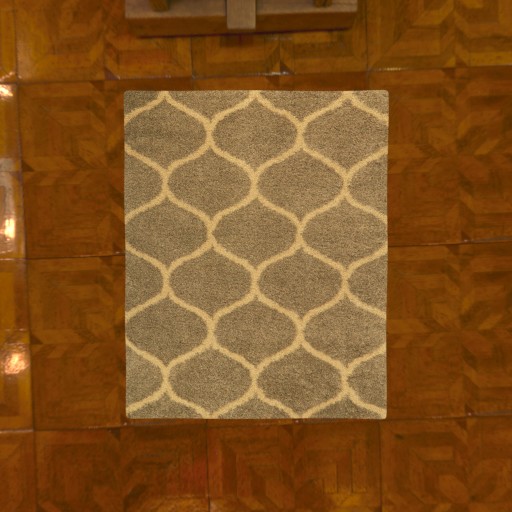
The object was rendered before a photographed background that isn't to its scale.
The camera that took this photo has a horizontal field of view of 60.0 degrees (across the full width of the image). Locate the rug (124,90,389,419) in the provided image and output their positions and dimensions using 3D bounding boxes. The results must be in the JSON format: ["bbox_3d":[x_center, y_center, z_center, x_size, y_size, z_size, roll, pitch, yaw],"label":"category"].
[{"bbox_3d":[0.000,0.000,4.050,2.399,0.026,3.000,0,91,0],"label":"rug"}]
